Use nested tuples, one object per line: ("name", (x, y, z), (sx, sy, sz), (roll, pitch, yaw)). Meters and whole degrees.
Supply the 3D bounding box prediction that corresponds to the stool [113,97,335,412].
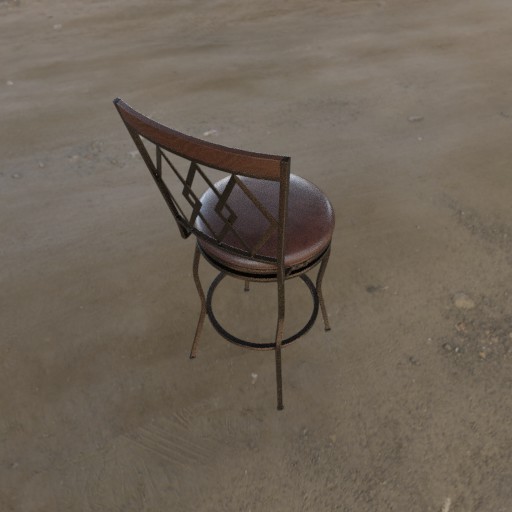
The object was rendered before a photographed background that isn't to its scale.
("stool", (0.000, 0.000, 1.390), (0.432, 1.134, 0.521), (24, 51, 21))
